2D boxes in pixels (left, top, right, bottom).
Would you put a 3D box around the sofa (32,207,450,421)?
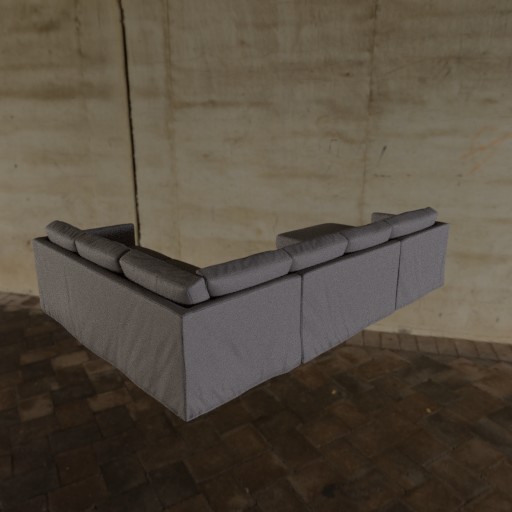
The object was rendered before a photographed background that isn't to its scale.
[{"bbox_3d":[0.000,0.000,4.488,3.528,0.878,2.476,-15,22,-42],"label":"sofa"}]
